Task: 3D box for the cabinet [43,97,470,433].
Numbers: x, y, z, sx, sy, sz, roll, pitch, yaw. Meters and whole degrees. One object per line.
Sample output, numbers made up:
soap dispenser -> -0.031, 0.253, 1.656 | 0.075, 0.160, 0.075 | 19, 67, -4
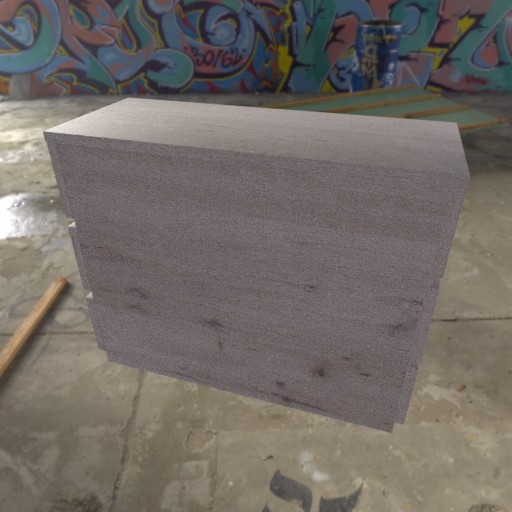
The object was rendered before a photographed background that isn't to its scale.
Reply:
cabinet -> 0.000, 0.000, 1.412 | 1.040, 0.820, 0.420 | 9, 33, 15
